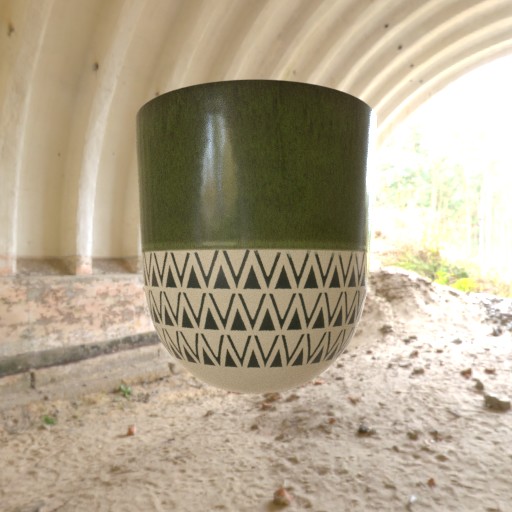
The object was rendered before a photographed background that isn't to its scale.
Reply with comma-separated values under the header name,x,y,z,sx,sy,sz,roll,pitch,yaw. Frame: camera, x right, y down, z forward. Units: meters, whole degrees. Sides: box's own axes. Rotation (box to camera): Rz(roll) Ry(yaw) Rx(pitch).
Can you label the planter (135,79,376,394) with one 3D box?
name,x,y,z,sx,sy,sz,roll,pitch,yaw
planter,0.000,0.000,0.464,0.245,0.270,0.245,0,-2,0
